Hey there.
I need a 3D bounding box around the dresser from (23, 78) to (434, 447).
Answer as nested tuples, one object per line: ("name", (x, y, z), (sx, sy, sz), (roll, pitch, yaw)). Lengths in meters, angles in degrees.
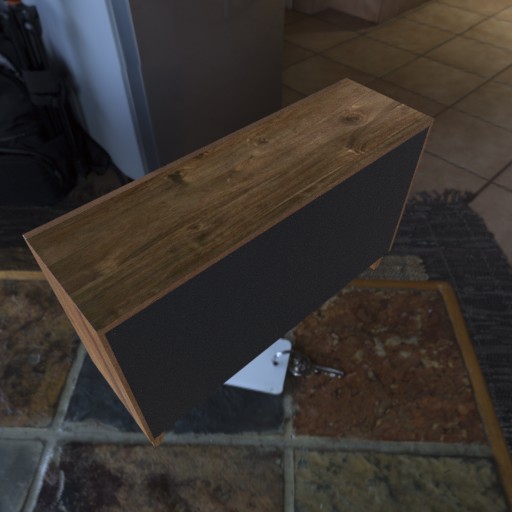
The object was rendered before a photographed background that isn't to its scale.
("dresser", (0.000, 0.000, 1.786), (1.400, 0.873, 0.446), (-34, 56, -26))
